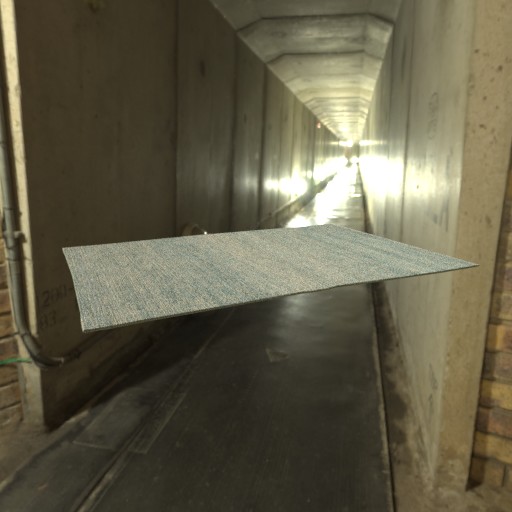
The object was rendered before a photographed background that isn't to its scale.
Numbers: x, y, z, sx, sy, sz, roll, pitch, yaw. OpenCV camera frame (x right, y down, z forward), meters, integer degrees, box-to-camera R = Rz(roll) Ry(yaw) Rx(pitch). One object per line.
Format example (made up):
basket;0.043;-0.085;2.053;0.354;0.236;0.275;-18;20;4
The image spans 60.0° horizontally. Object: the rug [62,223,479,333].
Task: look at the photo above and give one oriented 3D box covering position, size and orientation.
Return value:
rug;0.000;0.000;5.196;4.078;0.052;2.802;-7;16;-24
